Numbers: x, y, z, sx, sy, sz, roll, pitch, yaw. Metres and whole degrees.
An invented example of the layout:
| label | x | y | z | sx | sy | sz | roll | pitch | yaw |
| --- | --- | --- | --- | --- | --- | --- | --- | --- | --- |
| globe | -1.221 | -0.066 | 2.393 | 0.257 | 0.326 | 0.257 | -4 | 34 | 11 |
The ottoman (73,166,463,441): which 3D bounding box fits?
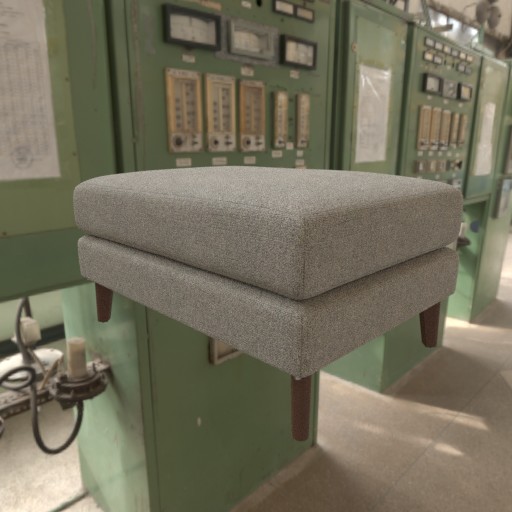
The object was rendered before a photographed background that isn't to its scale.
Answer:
| label | x | y | z | sx | sy | sz | roll | pitch | yaw |
| --- | --- | --- | --- | --- | --- | --- | --- | --- | --- |
| ottoman | 0.000 | 0.000 | 1.159 | 0.611 | 0.441 | 0.821 | -14 | 20 | -43 |
